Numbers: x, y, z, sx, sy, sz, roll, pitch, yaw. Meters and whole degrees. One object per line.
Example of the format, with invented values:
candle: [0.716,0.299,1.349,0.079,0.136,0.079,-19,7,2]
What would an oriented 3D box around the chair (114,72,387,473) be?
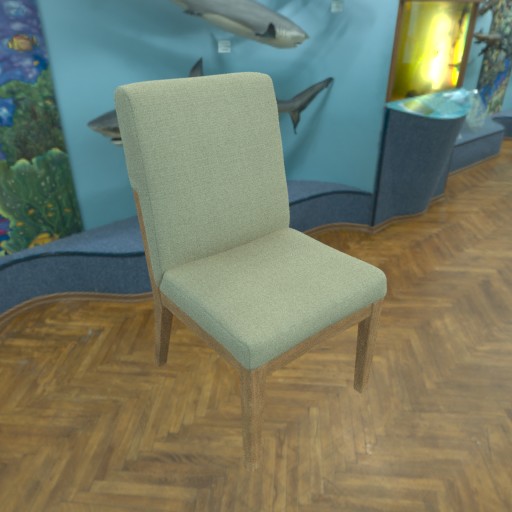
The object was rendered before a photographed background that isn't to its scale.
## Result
chair: [0.000,0.000,1.269,0.507,0.911,0.586,-21,35,-33]
